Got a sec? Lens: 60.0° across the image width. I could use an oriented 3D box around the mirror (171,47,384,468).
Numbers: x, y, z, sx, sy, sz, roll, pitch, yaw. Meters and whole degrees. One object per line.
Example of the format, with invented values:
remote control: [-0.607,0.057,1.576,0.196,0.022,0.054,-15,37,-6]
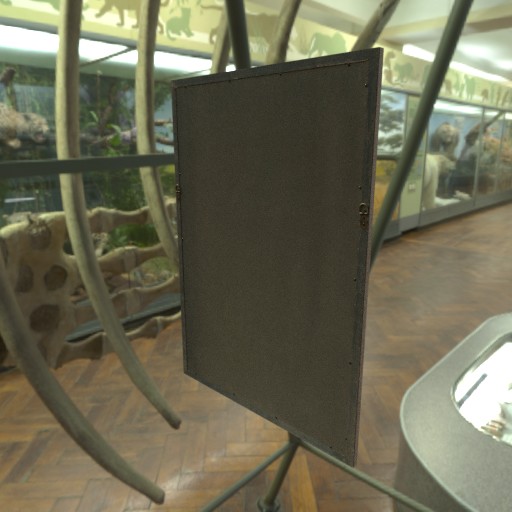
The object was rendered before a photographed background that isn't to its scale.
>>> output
mirror: [0.000,0.000,1.256,0.705,0.996,0.025,13,19,42]
